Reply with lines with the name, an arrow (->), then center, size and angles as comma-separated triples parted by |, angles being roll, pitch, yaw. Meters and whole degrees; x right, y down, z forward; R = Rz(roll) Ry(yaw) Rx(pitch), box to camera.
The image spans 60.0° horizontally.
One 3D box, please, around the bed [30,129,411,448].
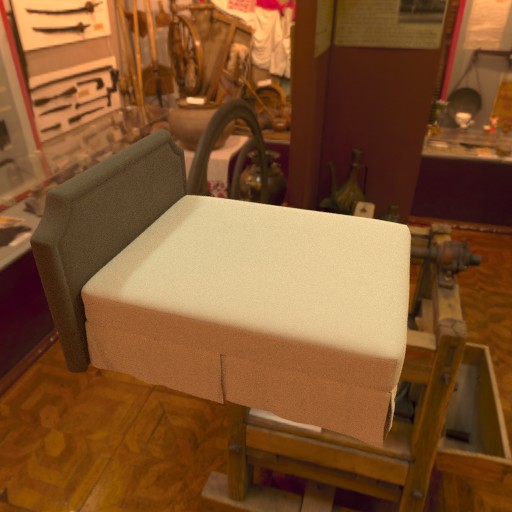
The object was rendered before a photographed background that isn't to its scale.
bed -> 0.000, 0.000, 3.208 | 2.181, 1.297, 1.831 | 10, 33, 15
